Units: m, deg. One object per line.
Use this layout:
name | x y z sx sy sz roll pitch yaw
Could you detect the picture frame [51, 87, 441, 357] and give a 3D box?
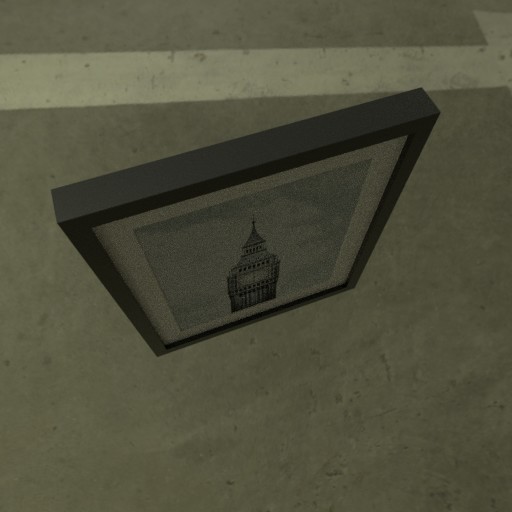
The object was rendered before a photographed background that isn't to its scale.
picture frame | 0.000 0.000 0.531 0.328 0.378 0.034 -18 64 -9
